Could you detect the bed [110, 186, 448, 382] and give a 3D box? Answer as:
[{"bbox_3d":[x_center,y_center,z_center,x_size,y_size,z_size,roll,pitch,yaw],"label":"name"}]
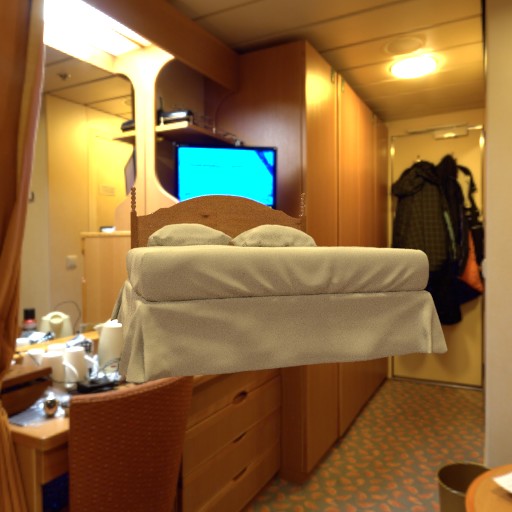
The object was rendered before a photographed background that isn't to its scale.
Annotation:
[{"bbox_3d":[0.000,0.000,3.733,2.322,1.355,2.219,0,1,-19],"label":"bed"}]
